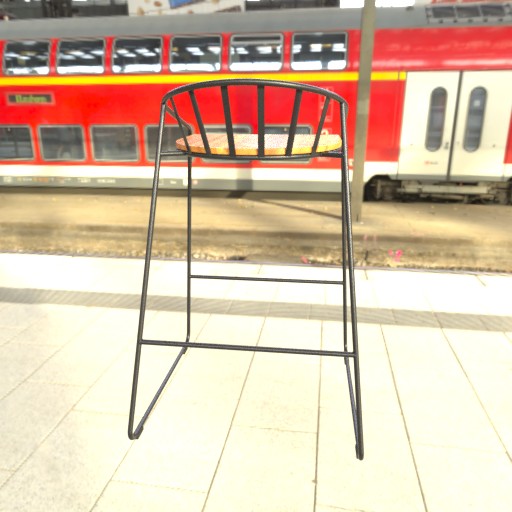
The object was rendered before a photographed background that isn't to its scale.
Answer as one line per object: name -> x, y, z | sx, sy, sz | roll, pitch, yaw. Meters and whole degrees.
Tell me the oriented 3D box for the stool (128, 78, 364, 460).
stool -> 0.000, 0.000, 1.136 | 0.546, 0.812, 0.521 | 2, 17, 7
